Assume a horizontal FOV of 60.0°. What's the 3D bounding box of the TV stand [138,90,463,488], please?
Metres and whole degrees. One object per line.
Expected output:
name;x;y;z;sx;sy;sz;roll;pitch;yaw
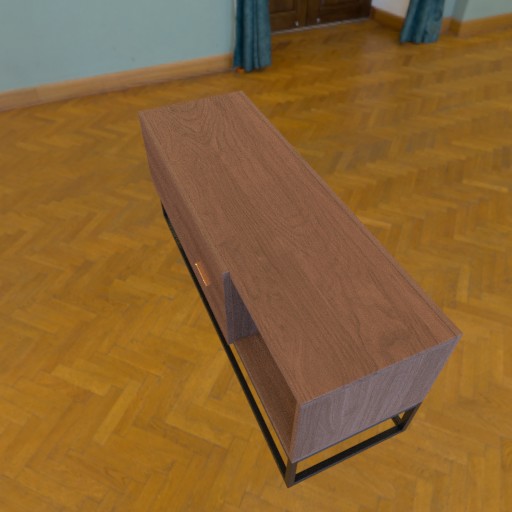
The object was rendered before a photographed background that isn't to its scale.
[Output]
TV stand;0.000;0.000;1.426;0.415;0.500;1.200;-18;49;-16
